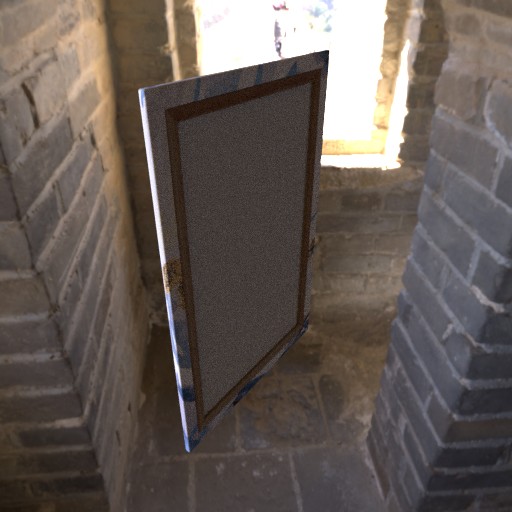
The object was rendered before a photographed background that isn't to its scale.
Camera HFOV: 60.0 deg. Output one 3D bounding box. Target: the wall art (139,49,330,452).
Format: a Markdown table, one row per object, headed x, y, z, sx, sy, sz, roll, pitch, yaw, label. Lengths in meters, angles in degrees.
| x | y | z | sx | sy | sz | roll | pitch | yaw | label |
| --- | --- | --- | --- | --- | --- | --- | --- | --- | --- |
| 0.000 | 0.000 | 1.141 | 0.016 | 0.914 | 0.610 | 21 | 37 | 30 | wall art |
